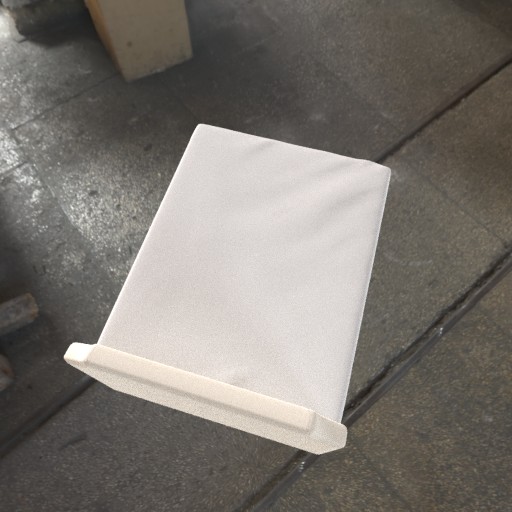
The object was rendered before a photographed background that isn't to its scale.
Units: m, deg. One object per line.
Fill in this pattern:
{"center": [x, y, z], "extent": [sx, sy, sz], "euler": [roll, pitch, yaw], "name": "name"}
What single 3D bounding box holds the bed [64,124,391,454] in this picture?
{"center": [0.000, 0.000, 3.579], "extent": [1.977, 1.293, 2.498], "euler": [15, 65, 7], "name": "bed"}
